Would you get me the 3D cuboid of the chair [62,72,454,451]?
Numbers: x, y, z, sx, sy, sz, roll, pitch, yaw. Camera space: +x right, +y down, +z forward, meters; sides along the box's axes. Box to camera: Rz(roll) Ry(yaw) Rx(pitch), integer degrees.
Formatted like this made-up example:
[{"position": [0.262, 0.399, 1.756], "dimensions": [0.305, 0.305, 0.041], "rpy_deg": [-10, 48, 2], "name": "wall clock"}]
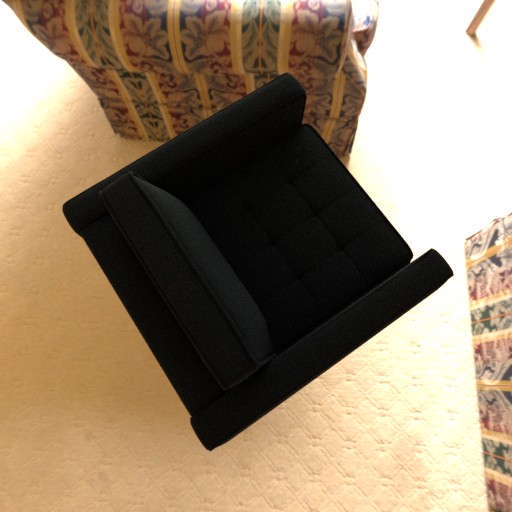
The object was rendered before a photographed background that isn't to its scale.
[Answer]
[{"position": [0.000, 0.000, 1.568], "dimensions": [0.920, 0.770, 0.899], "rpy_deg": [-33, 77, -9], "name": "chair"}]
